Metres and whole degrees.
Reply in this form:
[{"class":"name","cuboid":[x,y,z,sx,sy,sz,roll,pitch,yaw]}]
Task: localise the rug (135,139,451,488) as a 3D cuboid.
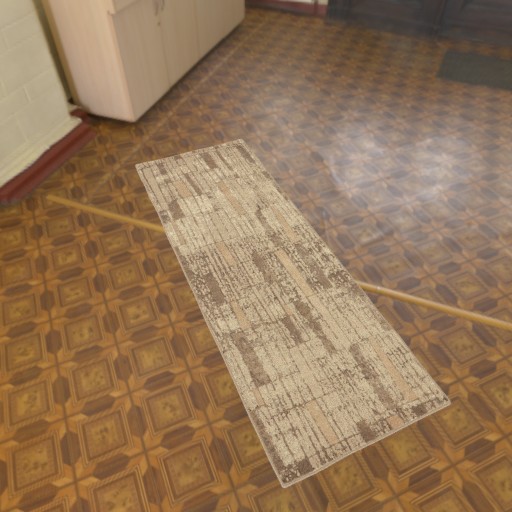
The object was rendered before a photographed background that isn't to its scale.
[{"class":"rug","cuboid":[0.000,0.000,2.605,0.857,0.018,2.383,-18,49,-17]}]
